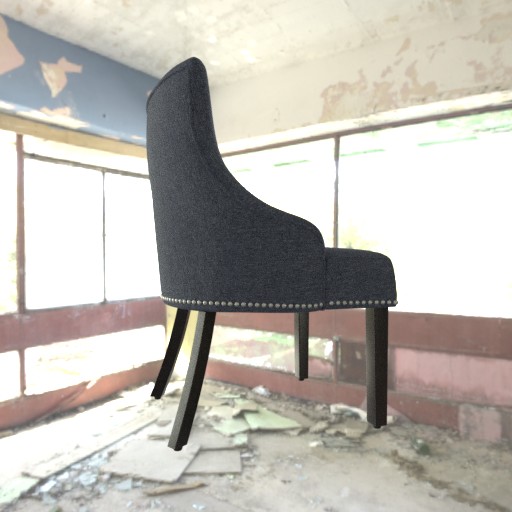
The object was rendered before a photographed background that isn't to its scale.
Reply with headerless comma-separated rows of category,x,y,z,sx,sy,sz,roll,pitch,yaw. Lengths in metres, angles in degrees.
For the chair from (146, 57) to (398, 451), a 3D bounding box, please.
chair,0.000,0.000,1.313,0.629,0.909,0.566,0,0,-19
